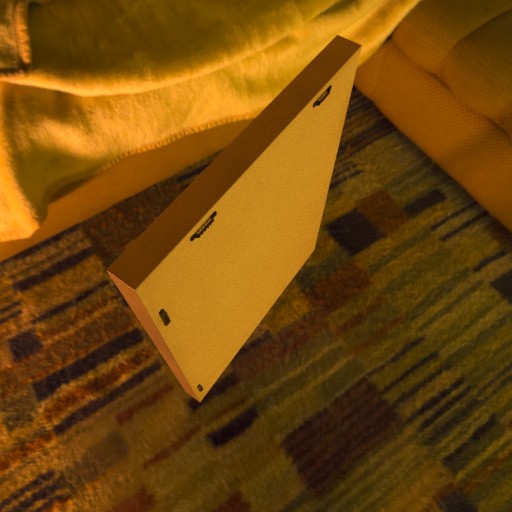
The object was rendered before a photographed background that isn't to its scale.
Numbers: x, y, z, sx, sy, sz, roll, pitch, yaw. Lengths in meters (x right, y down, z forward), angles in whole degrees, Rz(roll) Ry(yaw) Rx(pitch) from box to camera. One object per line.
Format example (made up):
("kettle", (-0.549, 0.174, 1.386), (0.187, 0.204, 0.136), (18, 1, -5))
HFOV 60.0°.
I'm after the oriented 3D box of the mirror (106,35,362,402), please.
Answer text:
("mirror", (0.000, 0.000, 0.693), (0.041, 0.509, 0.406), (32, 66, 16))
